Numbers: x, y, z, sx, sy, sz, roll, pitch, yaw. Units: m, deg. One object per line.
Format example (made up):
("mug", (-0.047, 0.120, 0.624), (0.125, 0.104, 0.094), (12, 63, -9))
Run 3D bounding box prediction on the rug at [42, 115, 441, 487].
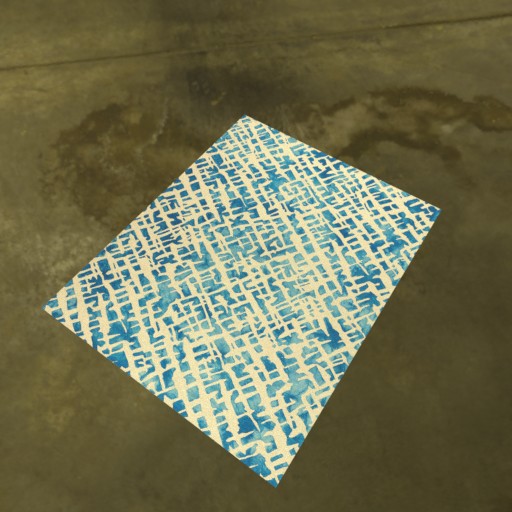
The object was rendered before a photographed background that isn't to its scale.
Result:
("rug", (0.000, 0.000, 4.130), (2.435, 0.007, 3.007), (31, 63, 18))
